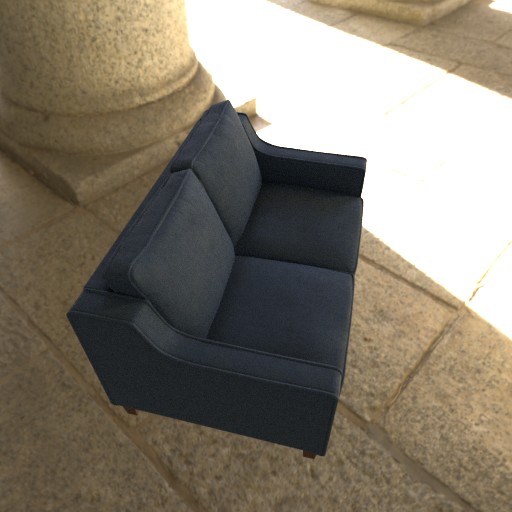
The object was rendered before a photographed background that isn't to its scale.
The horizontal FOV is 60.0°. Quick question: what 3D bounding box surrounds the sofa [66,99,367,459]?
[{"bbox_3d":[0.000,0.000,2.183,0.987,0.971,1.501,10,46,10],"label":"sofa"}]
